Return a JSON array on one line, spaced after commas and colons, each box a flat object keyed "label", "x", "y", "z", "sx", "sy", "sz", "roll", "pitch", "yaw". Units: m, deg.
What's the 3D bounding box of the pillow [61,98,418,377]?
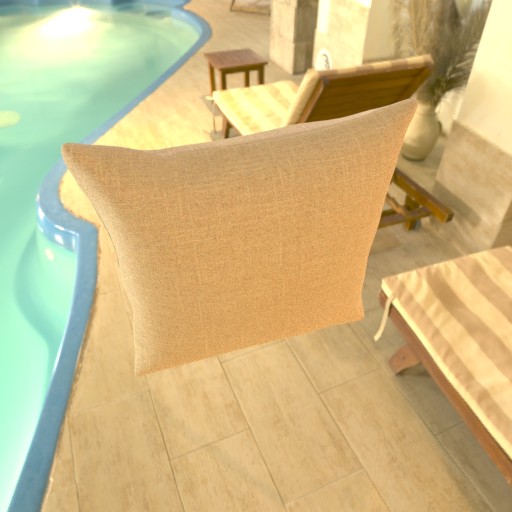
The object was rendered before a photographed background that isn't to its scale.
[{"label": "pillow", "x": 0.000, "y": 0.000, "z": 0.620, "sx": 0.414, "sy": 0.399, "sz": 0.173, "roll": -12, "pitch": 42, "yaw": -13}]
